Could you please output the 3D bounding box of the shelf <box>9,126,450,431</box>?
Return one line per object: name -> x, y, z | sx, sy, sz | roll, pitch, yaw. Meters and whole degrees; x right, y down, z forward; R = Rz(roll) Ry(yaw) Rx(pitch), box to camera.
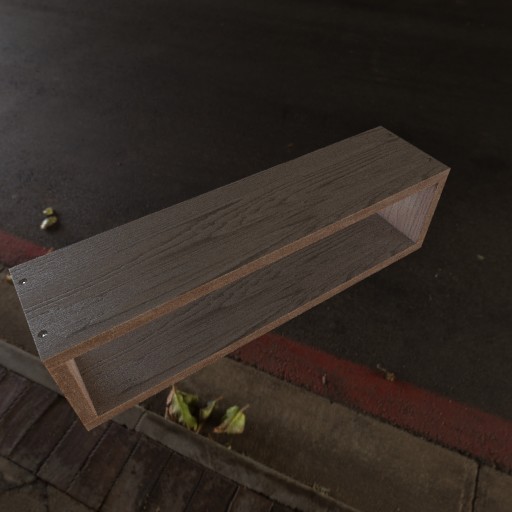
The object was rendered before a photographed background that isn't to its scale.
shelf -> 0.000, 0.000, 0.664 | 0.610, 0.170, 0.150 | -25, 51, -22
